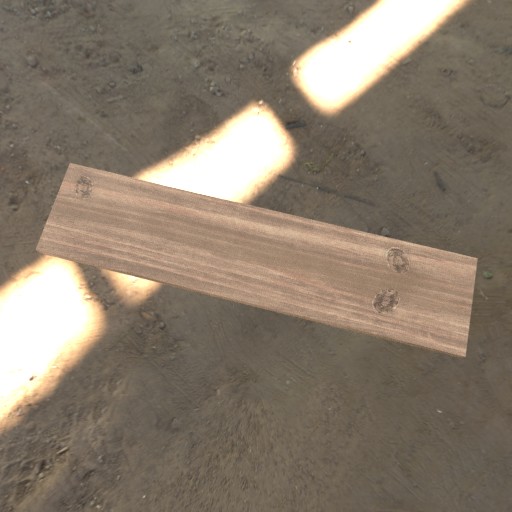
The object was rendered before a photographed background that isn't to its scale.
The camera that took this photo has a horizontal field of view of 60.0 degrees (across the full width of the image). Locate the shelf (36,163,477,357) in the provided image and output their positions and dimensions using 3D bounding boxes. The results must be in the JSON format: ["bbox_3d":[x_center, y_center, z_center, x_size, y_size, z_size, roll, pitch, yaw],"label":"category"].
[{"bbox_3d":[0.000,0.000,0.636,0.610,0.020,0.140,14,75,4],"label":"shelf"}]
